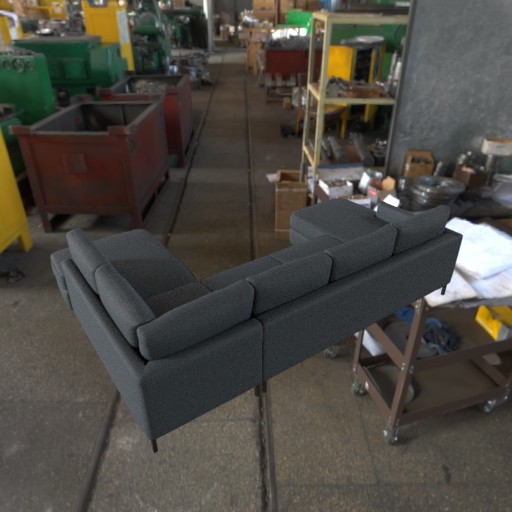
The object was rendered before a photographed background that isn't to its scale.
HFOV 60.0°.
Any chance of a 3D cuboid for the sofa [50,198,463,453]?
[{"bbox_3d":[0.000,0.000,3.835,2.975,0.858,1.984,-20,36,-30],"label":"sofa"}]
